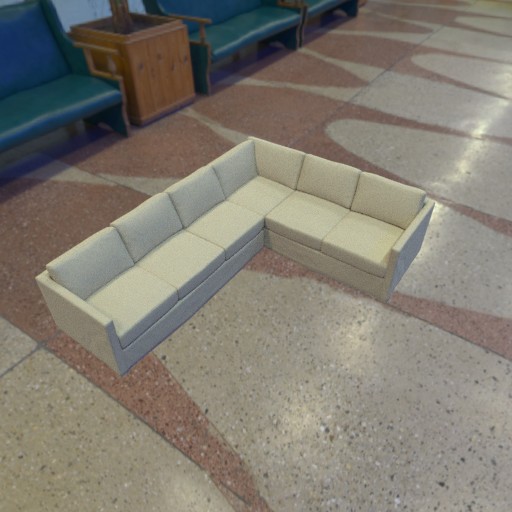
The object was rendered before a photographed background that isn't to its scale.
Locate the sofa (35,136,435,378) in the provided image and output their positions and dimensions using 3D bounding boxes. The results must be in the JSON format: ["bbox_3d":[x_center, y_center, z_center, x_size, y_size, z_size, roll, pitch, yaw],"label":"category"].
[{"bbox_3d":[0.000,0.000,4.405,2.432,0.871,3.182,25,47,26],"label":"sofa"}]
